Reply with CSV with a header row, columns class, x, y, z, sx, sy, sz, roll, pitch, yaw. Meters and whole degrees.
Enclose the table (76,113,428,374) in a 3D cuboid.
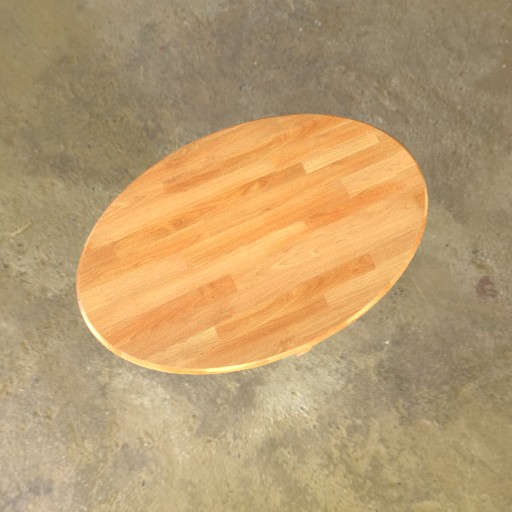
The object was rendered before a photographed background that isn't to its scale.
class,x,y,z,sx,sy,sz,roll,pitch,yaw
table,0.000,0.000,1.448,1.040,0.490,0.690,-25,76,-7
